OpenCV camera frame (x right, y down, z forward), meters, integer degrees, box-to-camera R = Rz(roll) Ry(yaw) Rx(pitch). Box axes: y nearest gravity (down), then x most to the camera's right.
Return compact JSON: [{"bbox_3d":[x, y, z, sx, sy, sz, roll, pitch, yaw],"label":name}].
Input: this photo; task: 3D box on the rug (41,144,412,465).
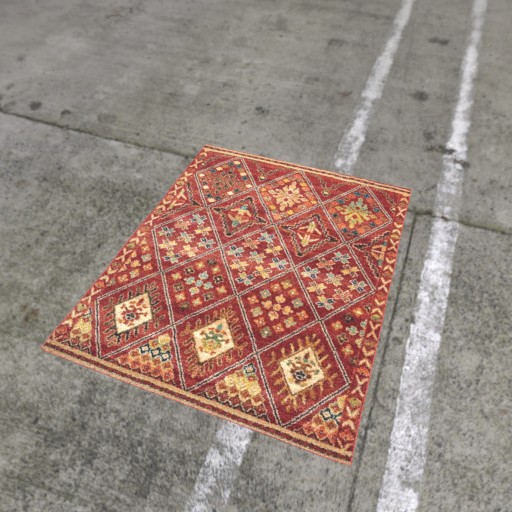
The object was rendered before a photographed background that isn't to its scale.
[{"bbox_3d":[0.000,0.000,4.174,2.489,0.030,3.086,16,49,14],"label":"rug"}]
